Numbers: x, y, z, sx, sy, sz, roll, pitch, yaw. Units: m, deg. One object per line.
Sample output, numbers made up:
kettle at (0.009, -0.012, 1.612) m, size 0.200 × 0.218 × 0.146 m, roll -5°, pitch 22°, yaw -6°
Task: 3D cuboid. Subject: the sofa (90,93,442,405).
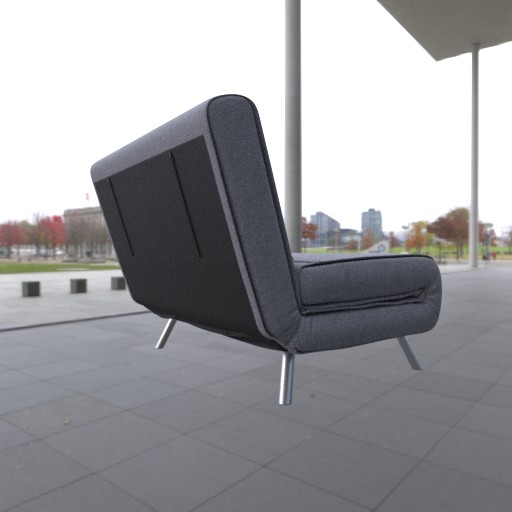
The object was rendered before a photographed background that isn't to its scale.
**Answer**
sofa at (0.000, 0.000, 1.738) m, size 1.000 × 0.825 × 1.020 m, roll 0°, pitch 1°, yaw -36°
